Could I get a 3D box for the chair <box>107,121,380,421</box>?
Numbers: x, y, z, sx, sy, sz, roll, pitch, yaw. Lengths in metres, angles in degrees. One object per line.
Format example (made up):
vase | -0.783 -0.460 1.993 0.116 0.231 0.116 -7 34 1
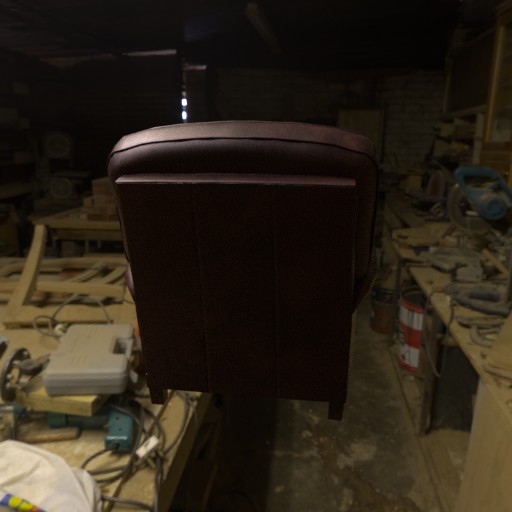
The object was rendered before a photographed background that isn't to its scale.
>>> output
chair | 0.000 0.000 1.775 0.936 1.018 0.986 2 15 8
